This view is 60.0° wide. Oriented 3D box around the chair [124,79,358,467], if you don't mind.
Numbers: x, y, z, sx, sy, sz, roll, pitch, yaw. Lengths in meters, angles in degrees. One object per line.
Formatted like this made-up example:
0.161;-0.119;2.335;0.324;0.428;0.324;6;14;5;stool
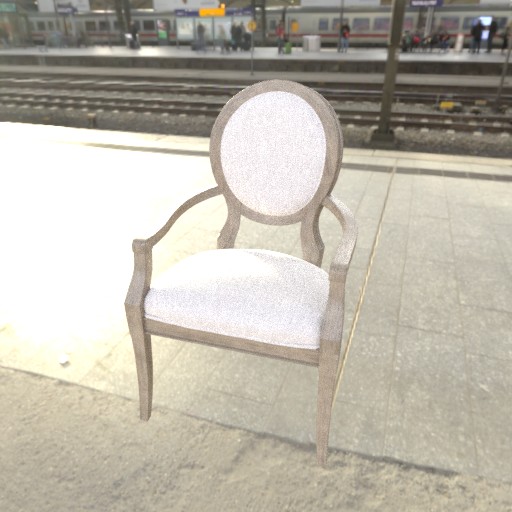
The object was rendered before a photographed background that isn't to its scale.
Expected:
0.000;0.000;1.396;0.611;0.991;0.602;8;28;15;chair
